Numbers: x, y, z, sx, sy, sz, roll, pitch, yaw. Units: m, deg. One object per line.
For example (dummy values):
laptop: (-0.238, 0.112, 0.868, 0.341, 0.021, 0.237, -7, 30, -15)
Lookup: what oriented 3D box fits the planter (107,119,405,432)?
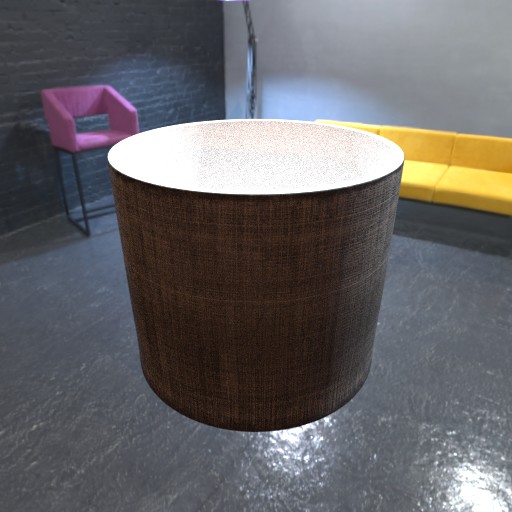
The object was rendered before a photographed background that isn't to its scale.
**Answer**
planter: (0.000, 0.000, 0.445, 0.254, 0.221, 0.254, 0, 28, 0)
